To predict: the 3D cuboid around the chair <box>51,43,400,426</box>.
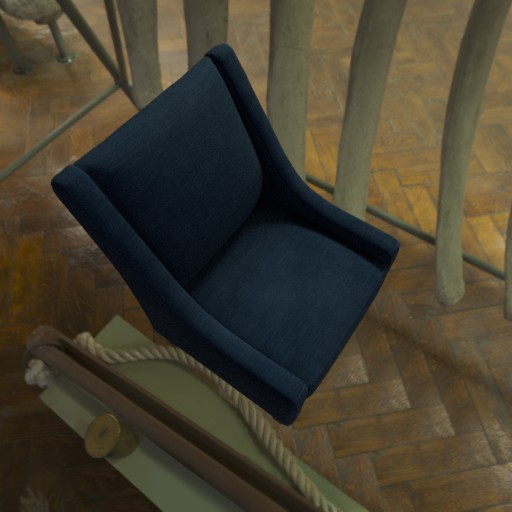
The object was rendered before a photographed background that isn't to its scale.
[{"bbox_3d":[0.000,0.000,1.638,0.870,1.014,0.774,31,64,17],"label":"chair"}]
